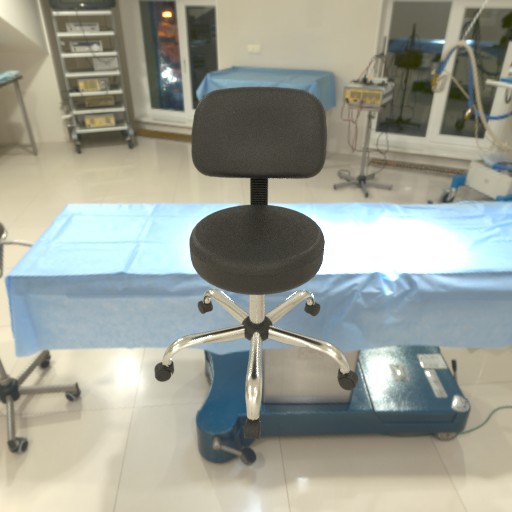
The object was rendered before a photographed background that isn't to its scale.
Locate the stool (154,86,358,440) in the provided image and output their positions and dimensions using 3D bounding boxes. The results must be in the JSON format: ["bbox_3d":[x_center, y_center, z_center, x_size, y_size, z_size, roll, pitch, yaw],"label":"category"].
[{"bbox_3d":[0.000,0.000,1.324,0.673,0.862,0.648,1,31,2],"label":"stool"}]
